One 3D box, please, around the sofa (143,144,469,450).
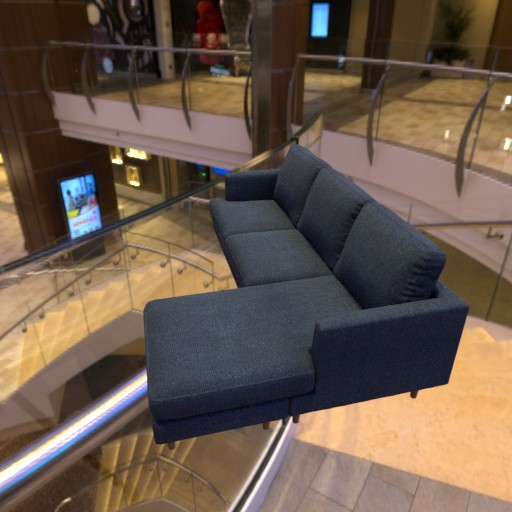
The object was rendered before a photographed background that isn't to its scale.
[{"bbox_3d":[0.000,0.000,2.950,1.504,0.956,2.233,-7,29,-13],"label":"sofa"}]
